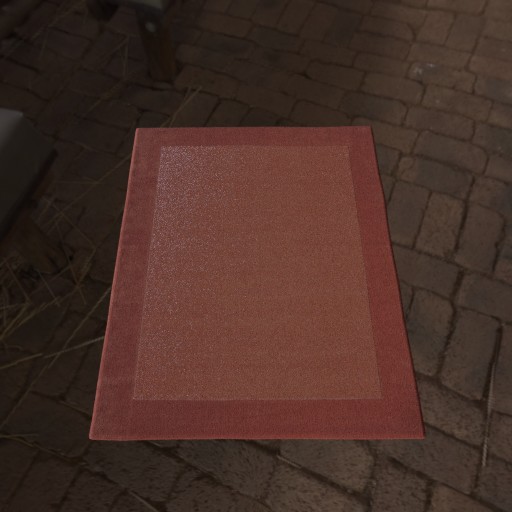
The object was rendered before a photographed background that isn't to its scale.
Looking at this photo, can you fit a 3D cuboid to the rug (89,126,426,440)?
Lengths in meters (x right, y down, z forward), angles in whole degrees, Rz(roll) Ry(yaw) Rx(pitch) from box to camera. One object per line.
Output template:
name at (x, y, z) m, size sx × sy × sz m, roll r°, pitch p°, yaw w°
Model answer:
rug at (0.000, 0.000, 3.862) m, size 2.430 × 0.018 × 2.976 m, roll 0°, pitch 63°, yaw 0°
